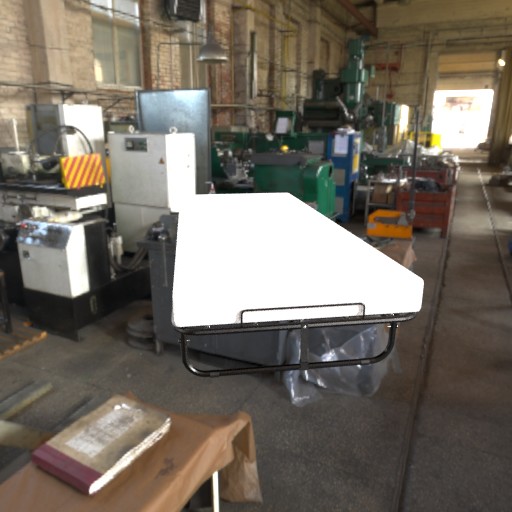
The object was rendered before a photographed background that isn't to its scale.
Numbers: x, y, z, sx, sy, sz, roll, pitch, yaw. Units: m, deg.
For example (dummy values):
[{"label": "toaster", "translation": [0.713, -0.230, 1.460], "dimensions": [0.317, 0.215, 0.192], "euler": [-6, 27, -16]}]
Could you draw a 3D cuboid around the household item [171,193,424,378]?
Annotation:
[{"label": "household item", "translation": [0.000, 0.000, 2.200], "dimensions": [0.787, 0.356, 1.905], "euler": [-2, 16, -8]}]
